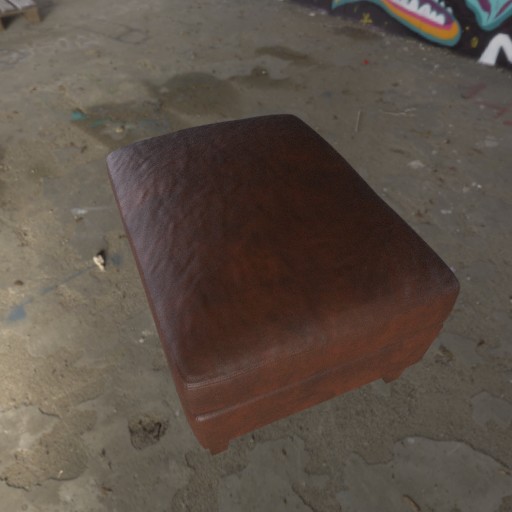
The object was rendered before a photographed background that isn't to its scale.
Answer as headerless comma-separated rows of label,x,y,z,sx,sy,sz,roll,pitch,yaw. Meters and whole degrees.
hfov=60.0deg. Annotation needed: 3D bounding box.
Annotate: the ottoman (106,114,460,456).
ottoman,0.000,0.000,1.272,0.659,0.527,0.887,-16,47,-16
